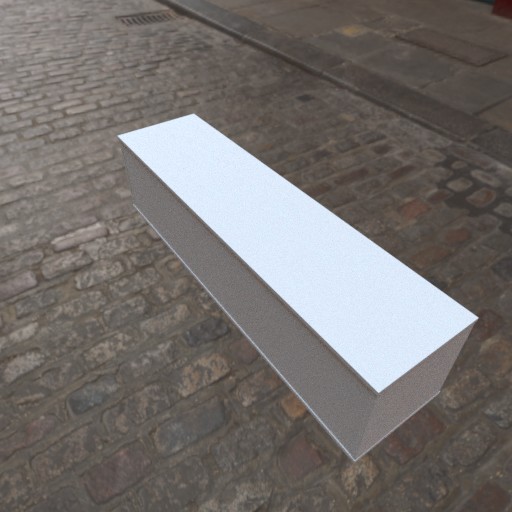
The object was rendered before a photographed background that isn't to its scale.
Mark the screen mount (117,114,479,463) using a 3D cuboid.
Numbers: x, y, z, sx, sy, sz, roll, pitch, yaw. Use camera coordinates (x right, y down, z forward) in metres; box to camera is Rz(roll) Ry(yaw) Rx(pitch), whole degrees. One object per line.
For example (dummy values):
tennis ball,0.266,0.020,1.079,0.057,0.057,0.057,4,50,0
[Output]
screen mount,0.000,0.000,1.807,0.418,0.520,1.600,-26,48,-25
